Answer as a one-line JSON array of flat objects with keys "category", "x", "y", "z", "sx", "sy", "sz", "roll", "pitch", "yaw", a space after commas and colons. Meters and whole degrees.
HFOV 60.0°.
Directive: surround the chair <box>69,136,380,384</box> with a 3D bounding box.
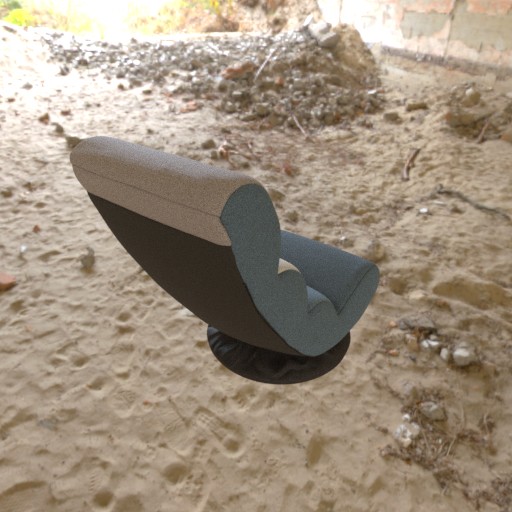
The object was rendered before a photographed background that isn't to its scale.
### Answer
[{"category": "chair", "x": 0.000, "y": 0.000, "z": 1.071, "sx": 0.420, "sy": 0.641, "sz": 0.661, "roll": 22, "pitch": 37, "yaw": 32}]
